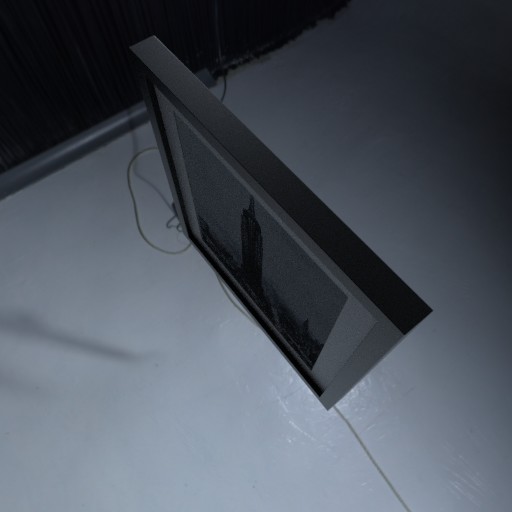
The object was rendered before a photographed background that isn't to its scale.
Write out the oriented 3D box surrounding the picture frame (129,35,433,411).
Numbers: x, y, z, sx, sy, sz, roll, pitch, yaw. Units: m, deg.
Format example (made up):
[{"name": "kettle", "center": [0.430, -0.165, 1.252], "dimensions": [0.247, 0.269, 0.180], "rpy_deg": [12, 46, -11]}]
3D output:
[{"name": "picture frame", "center": [0.000, 0.000, 0.517], "dimensions": [0.029, 0.353, 0.355], "rpy_deg": [-35, 68, -16]}]
